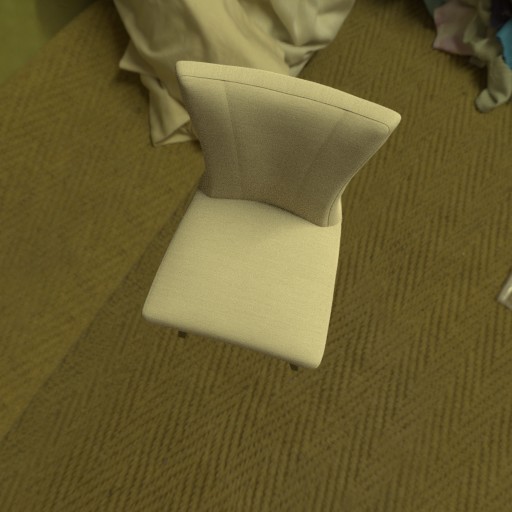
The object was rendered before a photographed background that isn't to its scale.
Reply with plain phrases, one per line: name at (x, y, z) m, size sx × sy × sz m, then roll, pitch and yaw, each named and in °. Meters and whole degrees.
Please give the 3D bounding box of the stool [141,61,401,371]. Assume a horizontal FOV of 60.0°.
stool at (0.000, 0.000, 1.360) m, size 0.514 × 1.000 × 0.574 m, roll 15°, pitch 74°, yaw 4°
